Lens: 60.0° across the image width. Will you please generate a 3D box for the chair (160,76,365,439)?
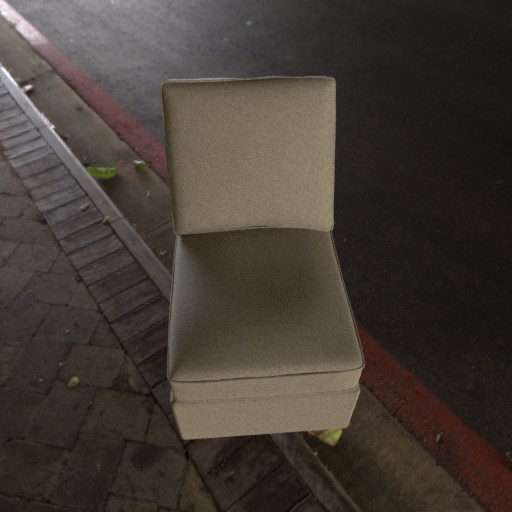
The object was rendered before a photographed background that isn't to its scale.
[{"bbox_3d":[0.000,0.000,1.690,0.674,1.058,1.020,-3,46,-3],"label":"chair"}]
